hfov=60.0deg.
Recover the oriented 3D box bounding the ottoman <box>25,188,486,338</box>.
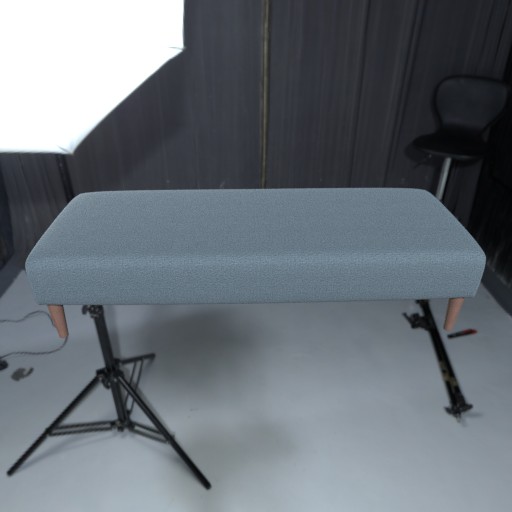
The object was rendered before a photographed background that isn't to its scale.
[{"bbox_3d":[0.000,0.000,1.863,1.609,0.393,0.646,-1,31,-1],"label":"ottoman"}]
